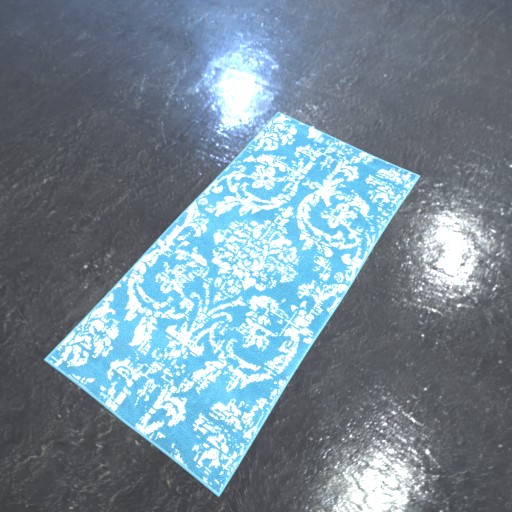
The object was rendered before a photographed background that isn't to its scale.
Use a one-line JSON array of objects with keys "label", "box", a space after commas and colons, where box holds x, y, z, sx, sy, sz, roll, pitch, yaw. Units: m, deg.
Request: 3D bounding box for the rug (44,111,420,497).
[{"label": "rug", "box": [0.000, 0.000, 1.407, 0.604, 0.007, 1.219, 30, 63, 17]}]
